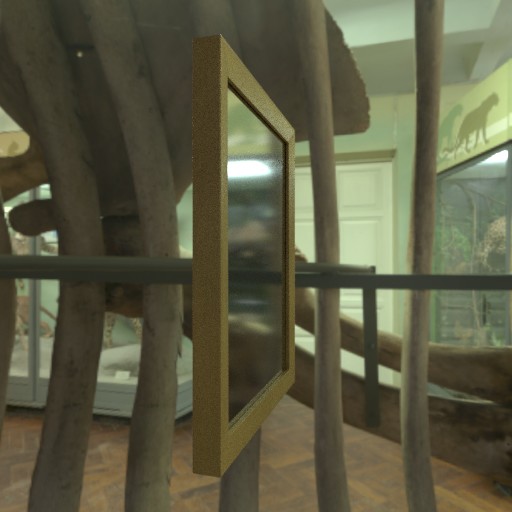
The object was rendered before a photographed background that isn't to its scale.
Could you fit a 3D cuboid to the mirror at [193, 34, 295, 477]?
[{"bbox_3d":[0.000,0.000,0.707,0.041,0.508,0.405,0,0,17],"label":"mirror"}]
